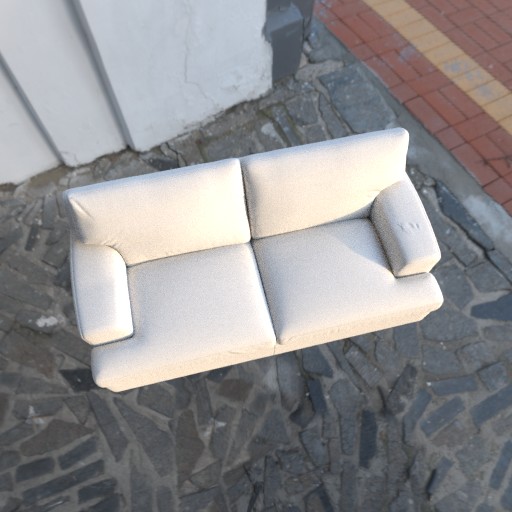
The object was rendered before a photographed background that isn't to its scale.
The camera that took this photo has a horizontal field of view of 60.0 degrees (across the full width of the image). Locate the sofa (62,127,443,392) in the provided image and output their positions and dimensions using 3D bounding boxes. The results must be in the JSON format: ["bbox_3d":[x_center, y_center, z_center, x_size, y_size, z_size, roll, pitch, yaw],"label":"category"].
[{"bbox_3d":[0.000,0.000,2.835,2.261,0.940,1.143,-12,64,-6],"label":"sofa"}]
